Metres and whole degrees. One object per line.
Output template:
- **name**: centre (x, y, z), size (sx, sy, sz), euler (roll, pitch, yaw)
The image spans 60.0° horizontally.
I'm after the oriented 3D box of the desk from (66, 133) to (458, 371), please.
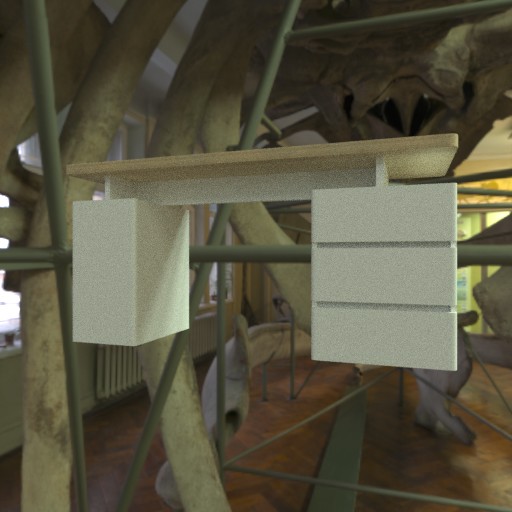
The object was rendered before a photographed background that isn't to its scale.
- **desk**: centre (0.000, 0.000, 1.858), size (1.500, 0.755, 0.550), euler (0, 0, 19)
